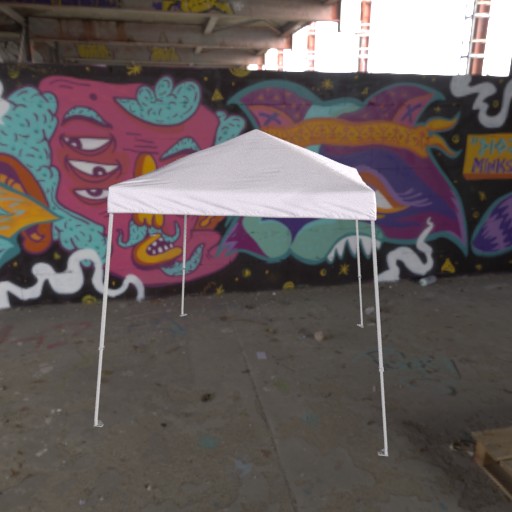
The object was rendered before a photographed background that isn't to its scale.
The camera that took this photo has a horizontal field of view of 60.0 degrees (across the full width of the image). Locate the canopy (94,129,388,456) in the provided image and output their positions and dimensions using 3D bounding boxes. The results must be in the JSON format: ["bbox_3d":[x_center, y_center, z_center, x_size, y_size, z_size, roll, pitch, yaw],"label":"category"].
[{"bbox_3d":[0.000,0.000,5.184,2.850,2.850,2.849,2,16,8],"label":"canopy"}]
